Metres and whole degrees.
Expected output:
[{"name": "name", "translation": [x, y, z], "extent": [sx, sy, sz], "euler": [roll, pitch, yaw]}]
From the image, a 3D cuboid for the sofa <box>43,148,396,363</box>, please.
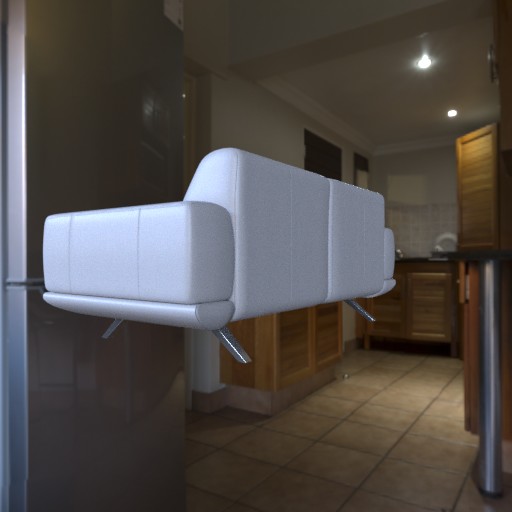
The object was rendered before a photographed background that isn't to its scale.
[{"name": "sofa", "translation": [0.000, 0.000, 2.369], "extent": [0.900, 0.772, 1.901], "euler": [0, 0, 36]}]
